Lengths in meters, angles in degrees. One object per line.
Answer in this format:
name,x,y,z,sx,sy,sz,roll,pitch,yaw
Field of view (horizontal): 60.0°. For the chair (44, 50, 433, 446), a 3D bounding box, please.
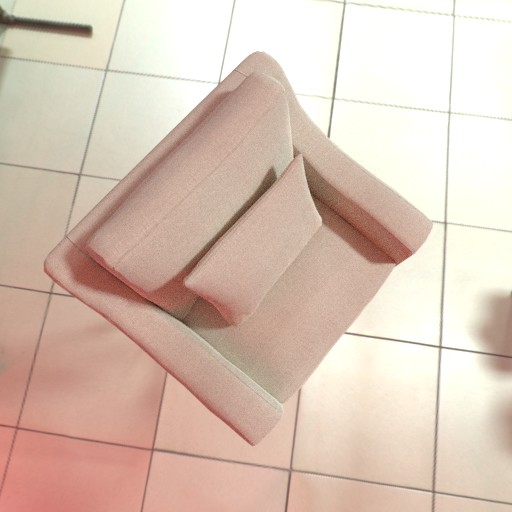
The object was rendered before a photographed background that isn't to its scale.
chair,0.000,0.000,1.890,1.009,1.016,1.178,40,80,9
